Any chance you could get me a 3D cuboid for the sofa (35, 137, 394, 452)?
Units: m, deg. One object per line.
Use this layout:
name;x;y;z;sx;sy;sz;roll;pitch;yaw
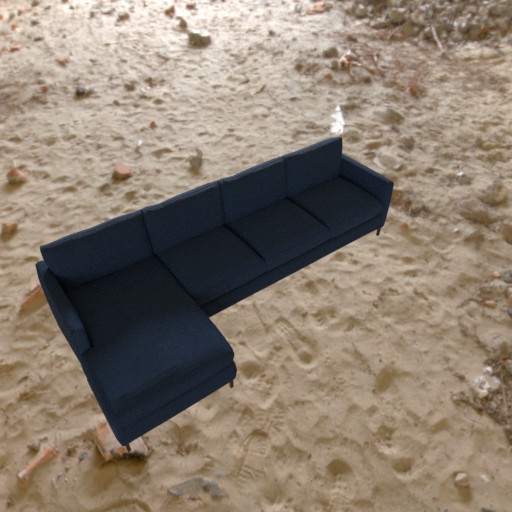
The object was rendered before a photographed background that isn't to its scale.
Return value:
sofa;0.000;0.000;2.890;2.450;0.679;1.128;-26;47;-27
